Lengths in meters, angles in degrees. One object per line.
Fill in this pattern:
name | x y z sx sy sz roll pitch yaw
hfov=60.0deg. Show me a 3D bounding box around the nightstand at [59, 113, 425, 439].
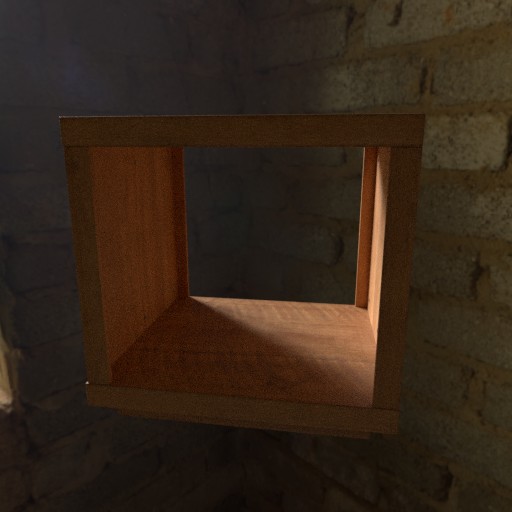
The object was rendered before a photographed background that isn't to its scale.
nightstand | 0.000 0.000 0.850 0.493 0.491 0.436 2 14 9
